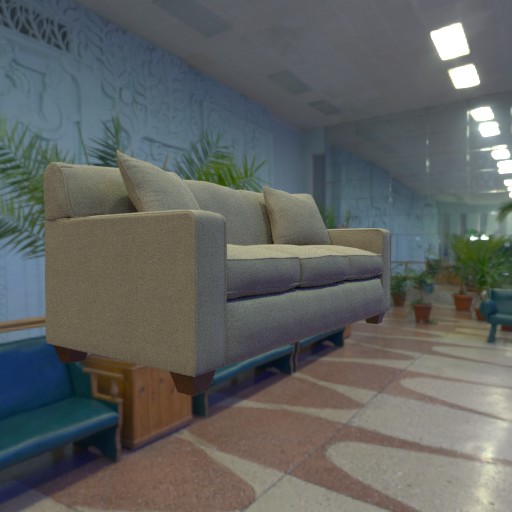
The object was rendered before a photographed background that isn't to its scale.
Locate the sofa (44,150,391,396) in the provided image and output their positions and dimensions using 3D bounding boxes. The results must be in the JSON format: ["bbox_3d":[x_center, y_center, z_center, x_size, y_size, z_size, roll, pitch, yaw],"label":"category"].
[{"bbox_3d":[0.000,0.000,2.577,0.997,0.958,2.024,1,1,35],"label":"sofa"}]
